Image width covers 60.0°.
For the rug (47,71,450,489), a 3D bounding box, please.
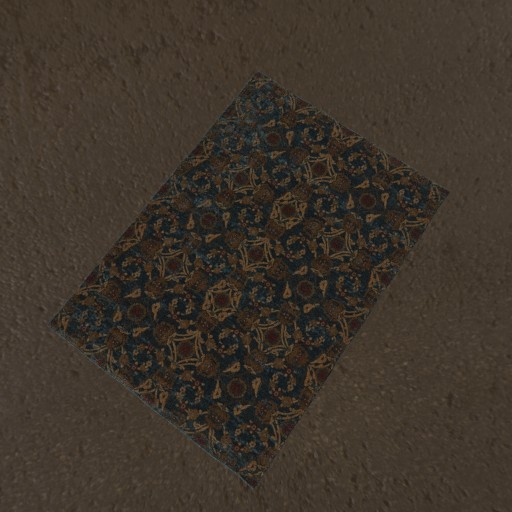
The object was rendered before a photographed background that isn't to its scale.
[{"bbox_3d":[0.000,0.000,4.198,2.337,0.013,3.291,35,79,8],"label":"rug"}]
